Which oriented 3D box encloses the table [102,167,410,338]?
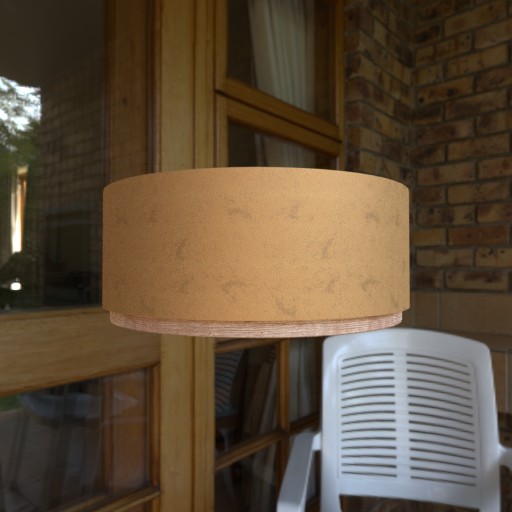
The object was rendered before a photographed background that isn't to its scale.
[{"bbox_3d":[0.000,0.000,1.531,1.001,0.409,1.001,0,-1,0],"label":"table"}]
